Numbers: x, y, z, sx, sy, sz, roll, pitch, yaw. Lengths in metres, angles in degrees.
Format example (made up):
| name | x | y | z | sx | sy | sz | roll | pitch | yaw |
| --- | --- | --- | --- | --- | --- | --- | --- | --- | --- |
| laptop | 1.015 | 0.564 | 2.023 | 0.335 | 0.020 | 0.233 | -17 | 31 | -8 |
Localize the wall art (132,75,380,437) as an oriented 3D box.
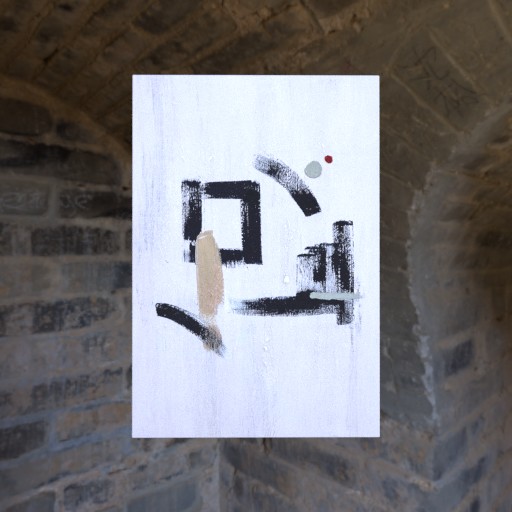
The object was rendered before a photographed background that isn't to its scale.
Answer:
| name | x | y | z | sx | sy | sz | roll | pitch | yaw |
| --- | --- | --- | --- | --- | --- | --- | --- | --- | --- |
| wall art | 0.000 | 0.000 | 1.139 | 0.624 | 0.914 | 0.043 | 0 | 0 | 0 |
